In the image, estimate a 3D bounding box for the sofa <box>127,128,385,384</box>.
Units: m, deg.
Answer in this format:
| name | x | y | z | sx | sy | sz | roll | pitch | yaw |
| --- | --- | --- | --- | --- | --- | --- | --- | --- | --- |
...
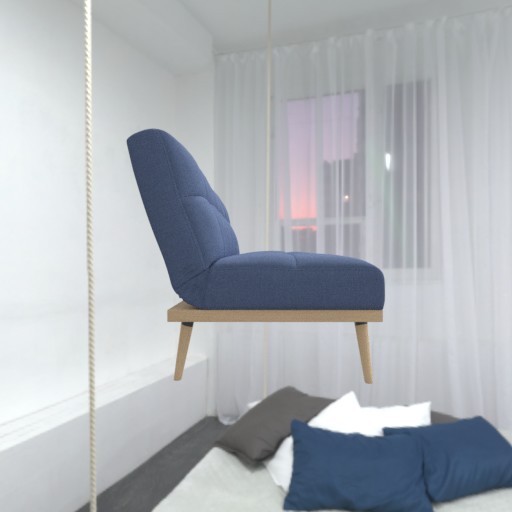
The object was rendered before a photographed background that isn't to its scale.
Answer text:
| name | x | y | z | sx | sy | sz | roll | pitch | yaw |
| --- | --- | --- | --- | --- | --- | --- | --- | --- | --- |
| sofa | 0.000 | 0.000 | 2.225 | 0.796 | 0.800 | 1.800 | 0 | 0 | 0 |
